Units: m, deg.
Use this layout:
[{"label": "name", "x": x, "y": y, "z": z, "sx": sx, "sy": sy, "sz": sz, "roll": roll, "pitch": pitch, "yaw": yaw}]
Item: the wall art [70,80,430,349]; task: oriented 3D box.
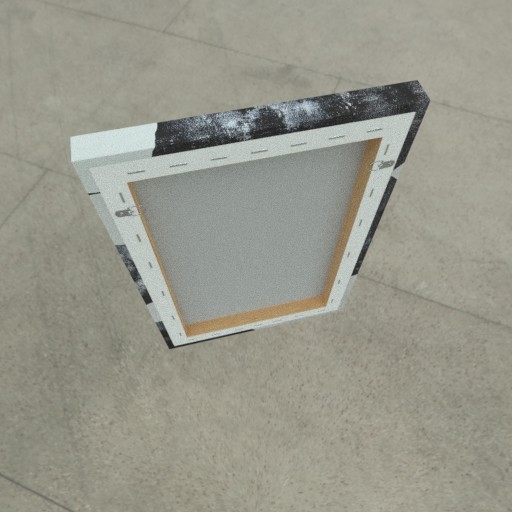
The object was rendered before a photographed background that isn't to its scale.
[{"label": "wall art", "x": 0.000, "y": 0.000, "z": 0.760, "sx": 0.407, "sy": 0.610, "sz": 0.039, "roll": -12, "pitch": 60, "yaw": -7}]
